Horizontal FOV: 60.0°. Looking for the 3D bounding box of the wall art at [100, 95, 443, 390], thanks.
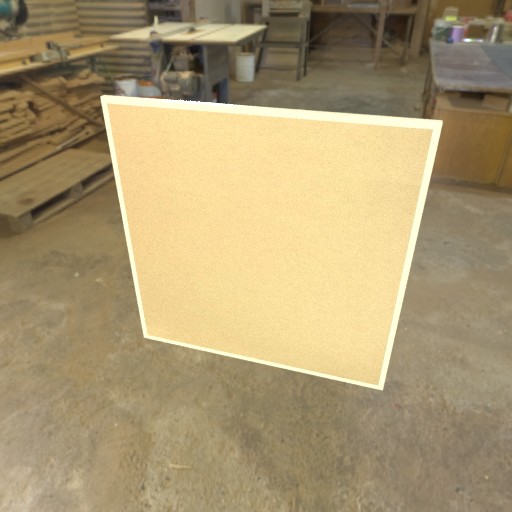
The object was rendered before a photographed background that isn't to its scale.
[{"bbox_3d":[0.000,0.000,0.851,0.557,0.557,0.012,9,33,14],"label":"wall art"}]
